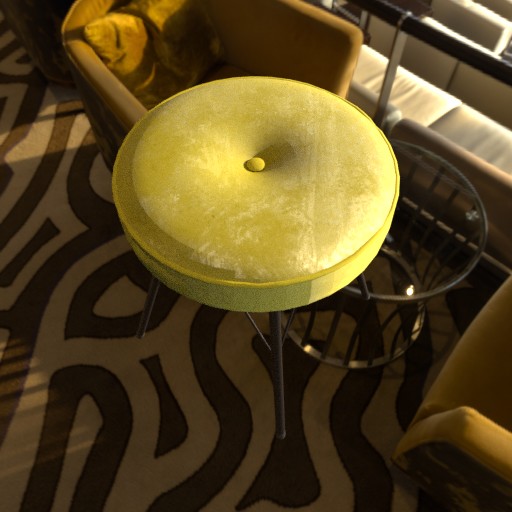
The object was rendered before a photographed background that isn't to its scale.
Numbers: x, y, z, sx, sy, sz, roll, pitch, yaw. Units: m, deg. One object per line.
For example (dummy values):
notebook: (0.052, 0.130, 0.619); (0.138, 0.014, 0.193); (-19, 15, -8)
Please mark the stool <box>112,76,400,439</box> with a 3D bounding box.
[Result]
stool: (0.000, 0.000, 0.832); (0.409, 0.508, 0.409); (30, 61, 18)
